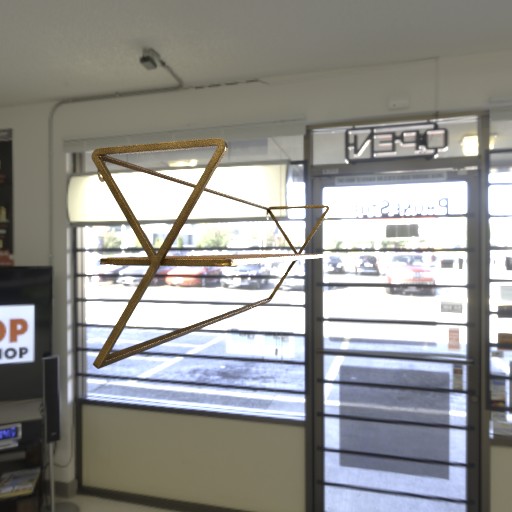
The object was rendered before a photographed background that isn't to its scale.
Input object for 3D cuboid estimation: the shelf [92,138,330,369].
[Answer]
[{"bbox_3d":[0.000,0.000,0.744,0.150,0.229,0.645,0,1,18],"label":"shelf"}]
